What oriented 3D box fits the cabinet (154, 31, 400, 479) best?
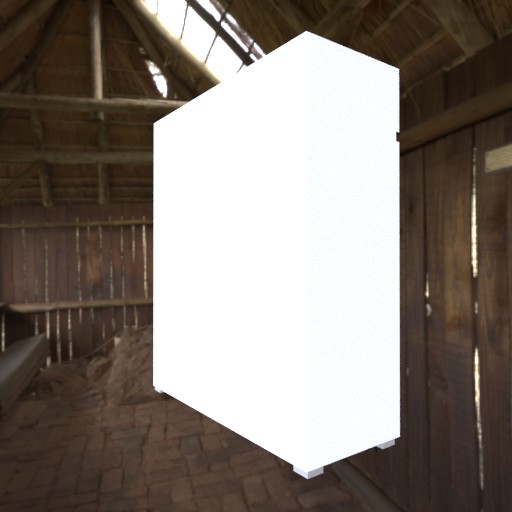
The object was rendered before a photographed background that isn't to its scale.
[{"bbox_3d":[0.000,0.000,1.696,0.400,1.190,1.000,0,0,-36],"label":"cabinet"}]
